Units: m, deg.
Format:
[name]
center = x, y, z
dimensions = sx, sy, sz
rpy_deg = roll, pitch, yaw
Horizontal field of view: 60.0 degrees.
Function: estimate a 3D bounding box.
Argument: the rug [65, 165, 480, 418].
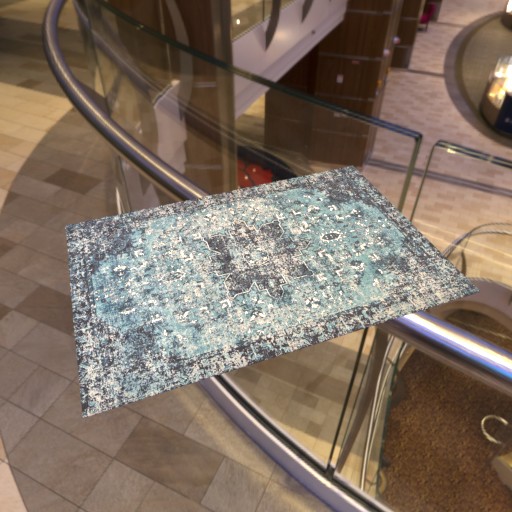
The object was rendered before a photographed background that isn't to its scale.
[rug]
center = 0.000, 0.000, 2.297
dimensions = 1.828, 0.005, 1.219
rpy_deg = -14, 44, -15
